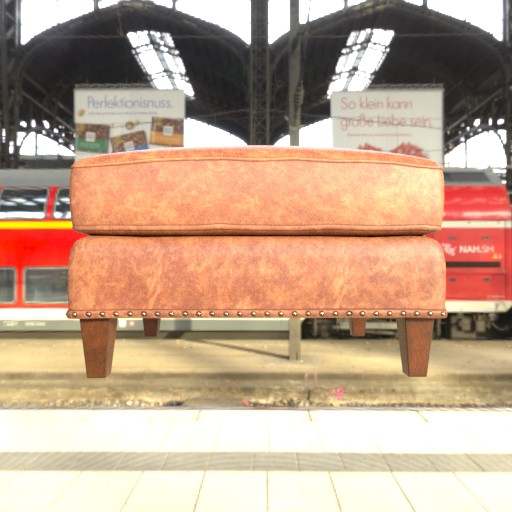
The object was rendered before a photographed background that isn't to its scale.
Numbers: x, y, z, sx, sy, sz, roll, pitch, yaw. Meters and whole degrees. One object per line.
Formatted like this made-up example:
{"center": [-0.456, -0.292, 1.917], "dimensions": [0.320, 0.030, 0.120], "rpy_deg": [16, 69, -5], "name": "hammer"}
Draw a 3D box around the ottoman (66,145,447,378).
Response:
{"center": [0.000, 0.000, 1.133], "dimensions": [0.742, 0.486, 0.586], "rpy_deg": [0, -1, -1], "name": "ottoman"}
